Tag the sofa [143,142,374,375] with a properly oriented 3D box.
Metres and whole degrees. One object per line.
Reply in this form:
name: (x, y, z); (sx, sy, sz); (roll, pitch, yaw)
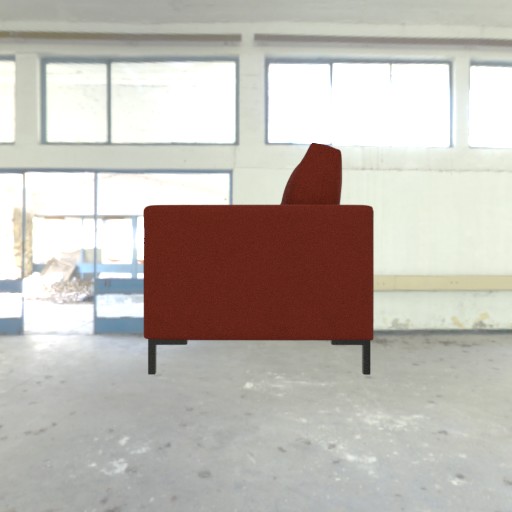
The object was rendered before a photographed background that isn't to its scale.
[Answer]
sofa: (0.000, 0.000, 2.725); (0.875, 0.879, 2.252); (0, 0, 0)
